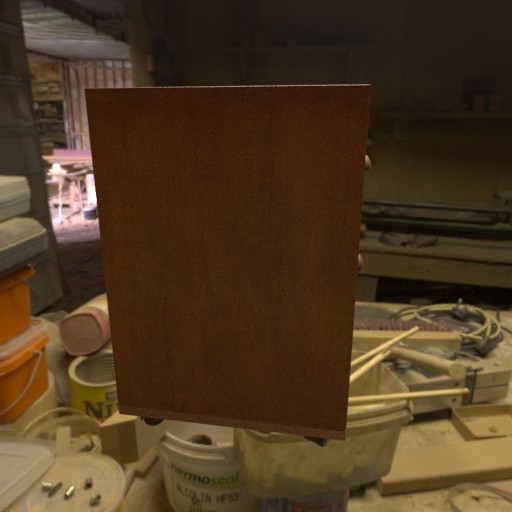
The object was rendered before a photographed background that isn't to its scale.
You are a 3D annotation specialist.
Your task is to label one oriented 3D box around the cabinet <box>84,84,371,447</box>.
[{"bbox_3d":[0.000,0.000,0.845,0.401,0.579,0.409,3,17,10],"label":"cabinet"}]
